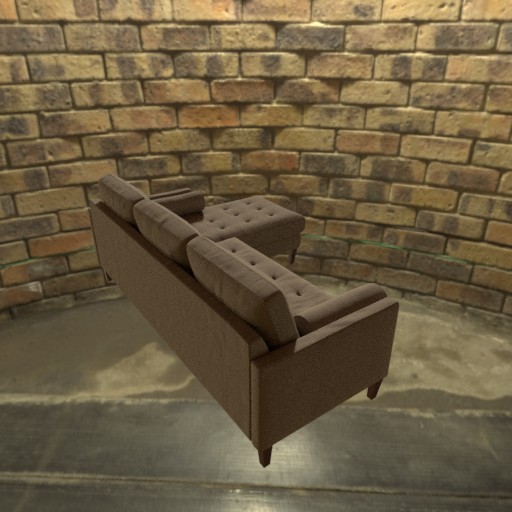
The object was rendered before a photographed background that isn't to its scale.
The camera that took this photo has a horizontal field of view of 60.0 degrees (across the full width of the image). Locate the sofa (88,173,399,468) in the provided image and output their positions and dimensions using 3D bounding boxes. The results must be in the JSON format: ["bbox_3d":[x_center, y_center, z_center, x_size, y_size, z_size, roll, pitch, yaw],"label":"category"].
[{"bbox_3d":[0.000,0.000,2.927,1.506,0.875,2.178,-18,32,-31],"label":"sofa"}]
